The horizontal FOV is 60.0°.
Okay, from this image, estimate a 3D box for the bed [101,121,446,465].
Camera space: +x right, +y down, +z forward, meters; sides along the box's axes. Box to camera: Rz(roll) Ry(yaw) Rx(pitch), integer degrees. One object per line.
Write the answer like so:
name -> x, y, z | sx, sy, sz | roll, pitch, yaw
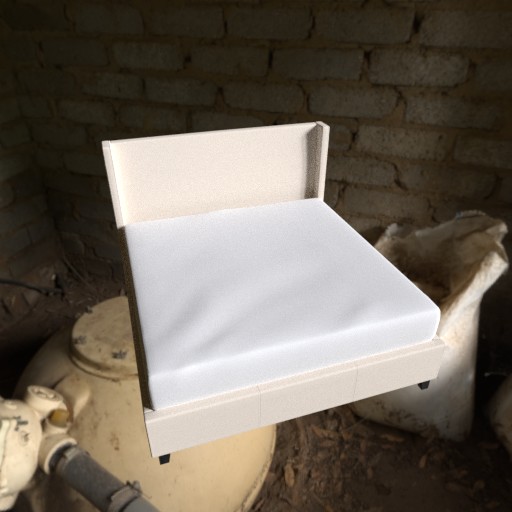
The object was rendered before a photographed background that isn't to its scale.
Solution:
bed -> 0.000, 0.000, 3.662 | 2.145, 1.471, 2.293 | -10, 33, -15
